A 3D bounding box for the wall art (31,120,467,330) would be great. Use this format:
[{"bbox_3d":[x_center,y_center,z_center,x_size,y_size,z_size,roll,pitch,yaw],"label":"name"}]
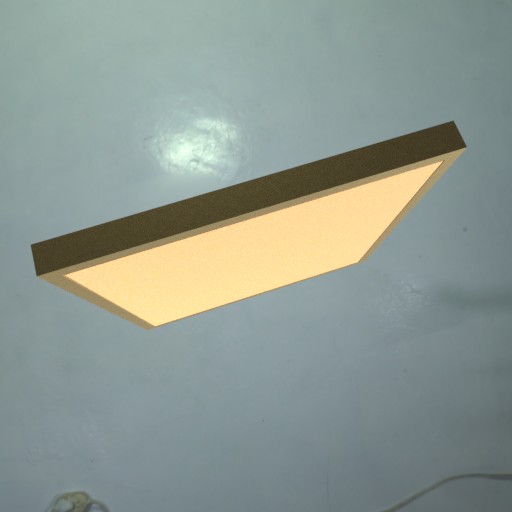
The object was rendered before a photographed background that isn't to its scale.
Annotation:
[{"bbox_3d":[0.000,0.000,1.889,1.284,1.284,0.095,-17,75,-5],"label":"wall art"}]
